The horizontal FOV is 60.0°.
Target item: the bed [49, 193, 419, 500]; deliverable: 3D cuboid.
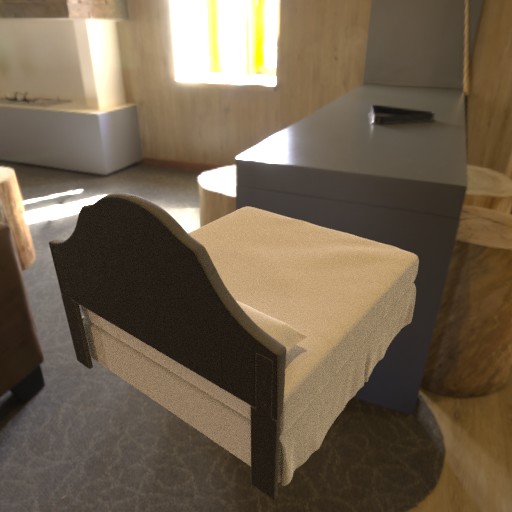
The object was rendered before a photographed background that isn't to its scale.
[{"bbox_3d":[0.000,0.000,3.460,2.008,1.615,2.214,20,34,32],"label":"bed"}]
